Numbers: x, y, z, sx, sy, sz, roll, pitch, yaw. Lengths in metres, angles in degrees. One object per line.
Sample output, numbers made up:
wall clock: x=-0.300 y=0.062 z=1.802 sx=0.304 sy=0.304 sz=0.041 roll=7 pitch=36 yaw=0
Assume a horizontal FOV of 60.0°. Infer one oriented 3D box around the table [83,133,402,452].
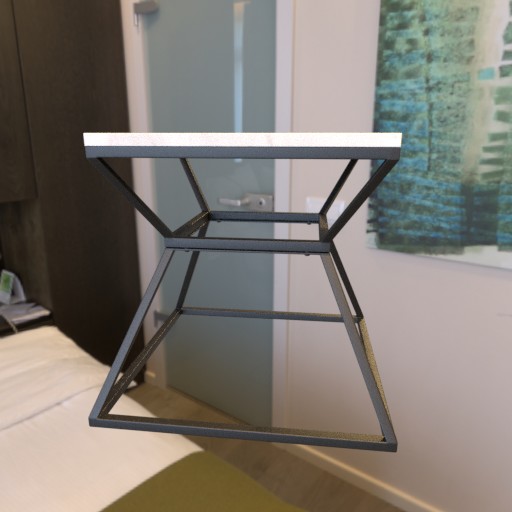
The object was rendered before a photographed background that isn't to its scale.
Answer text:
table: x=0.000 y=0.000 z=0.806 sx=0.455 sy=0.431 sz=0.455 roll=2 pitch=16 yaw=7
